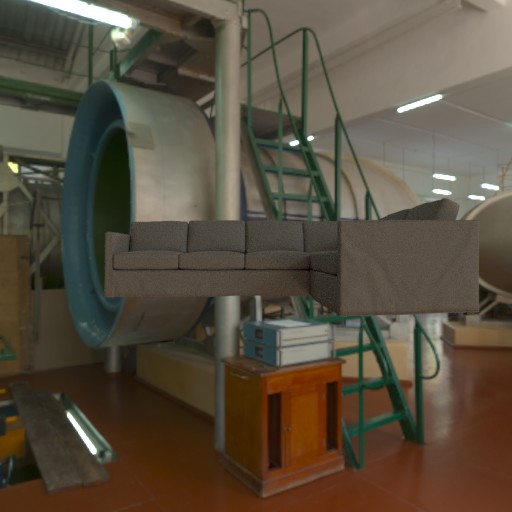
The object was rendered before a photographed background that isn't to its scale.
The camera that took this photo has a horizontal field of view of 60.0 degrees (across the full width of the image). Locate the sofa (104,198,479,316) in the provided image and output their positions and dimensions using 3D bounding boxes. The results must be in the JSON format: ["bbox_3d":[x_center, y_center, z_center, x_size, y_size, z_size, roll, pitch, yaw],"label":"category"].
[{"bbox_3d":[0.000,0.000,4.349,3.182,0.871,2.432,0,0,0],"label":"sofa"}]
